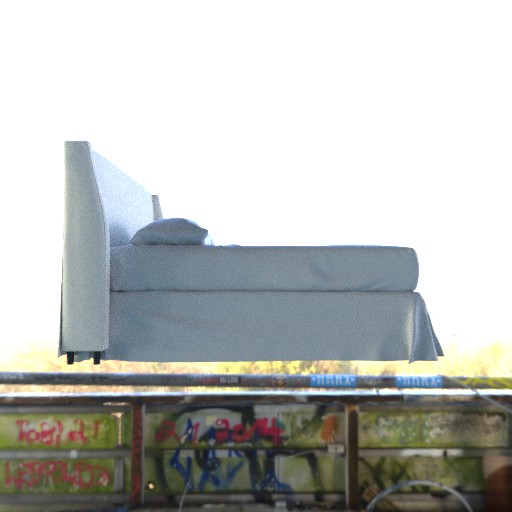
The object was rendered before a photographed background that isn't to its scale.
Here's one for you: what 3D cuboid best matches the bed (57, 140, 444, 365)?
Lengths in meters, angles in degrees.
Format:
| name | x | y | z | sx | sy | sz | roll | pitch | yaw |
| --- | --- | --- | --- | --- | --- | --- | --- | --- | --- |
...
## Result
| name | x | y | z | sx | sy | sz | roll | pitch | yaw |
| --- | --- | --- | --- | --- | --- | --- | --- | --- | --- |
| bed | 0.000 | 0.000 | 3.500 | 2.276 | 1.332 | 1.925 | 0 | -2 | 0 |
